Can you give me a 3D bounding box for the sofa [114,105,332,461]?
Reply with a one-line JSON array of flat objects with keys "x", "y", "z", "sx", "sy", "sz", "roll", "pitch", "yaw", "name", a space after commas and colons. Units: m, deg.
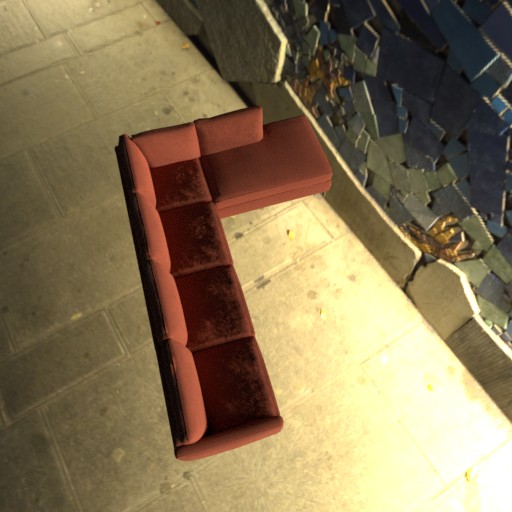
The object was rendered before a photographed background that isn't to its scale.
[{"x": 0.000, "y": 0.000, "z": 3.691, "sx": 1.879, "sy": 0.757, "sz": 2.736, "roll": -15, "pitch": 64, "yaw": -7, "name": "sofa"}]
